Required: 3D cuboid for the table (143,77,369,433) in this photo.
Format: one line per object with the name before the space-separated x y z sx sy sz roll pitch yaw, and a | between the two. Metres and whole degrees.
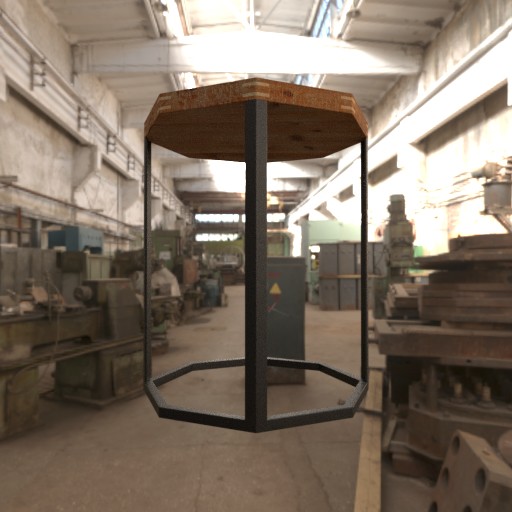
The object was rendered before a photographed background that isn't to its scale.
table | 0.000 0.000 0.905 0.458 0.543 0.458 0 0 0
